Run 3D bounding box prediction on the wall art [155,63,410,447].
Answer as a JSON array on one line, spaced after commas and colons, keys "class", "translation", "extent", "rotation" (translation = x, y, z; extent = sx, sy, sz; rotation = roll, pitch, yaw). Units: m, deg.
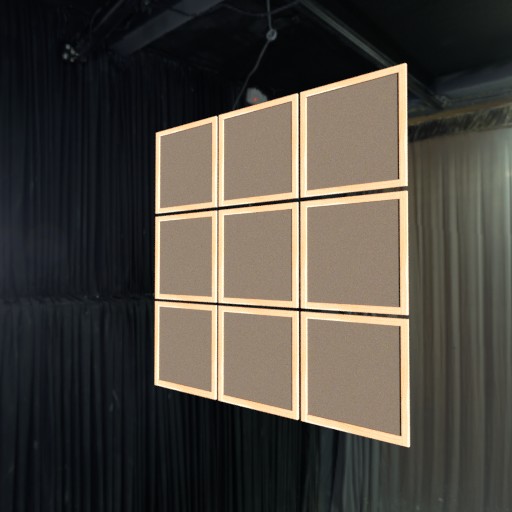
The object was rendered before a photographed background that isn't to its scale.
[{"class": "wall art", "translation": [0.000, 0.000, 1.777], "extent": [1.216, 1.218, 0.013], "rotation": [-1, -2, 37]}]
